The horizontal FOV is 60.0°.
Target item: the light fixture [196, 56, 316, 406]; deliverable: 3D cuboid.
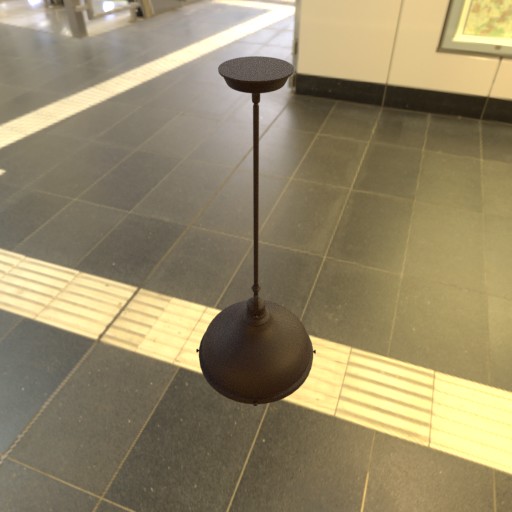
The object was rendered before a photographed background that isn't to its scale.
[{"bbox_3d":[0.000,0.000,1.036,0.341,0.849,0.341,0,40,0],"label":"light fixture"}]
